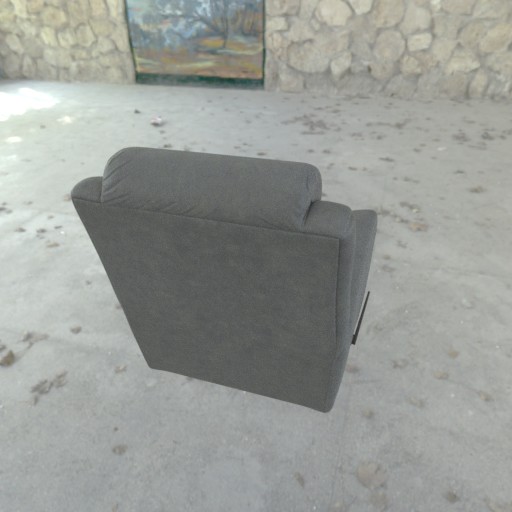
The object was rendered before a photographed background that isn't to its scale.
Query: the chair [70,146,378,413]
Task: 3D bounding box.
[{"bbox_3d":[0.000,0.000,1.887,0.967,1.116,1.068,9,32,16],"label":"chair"}]
